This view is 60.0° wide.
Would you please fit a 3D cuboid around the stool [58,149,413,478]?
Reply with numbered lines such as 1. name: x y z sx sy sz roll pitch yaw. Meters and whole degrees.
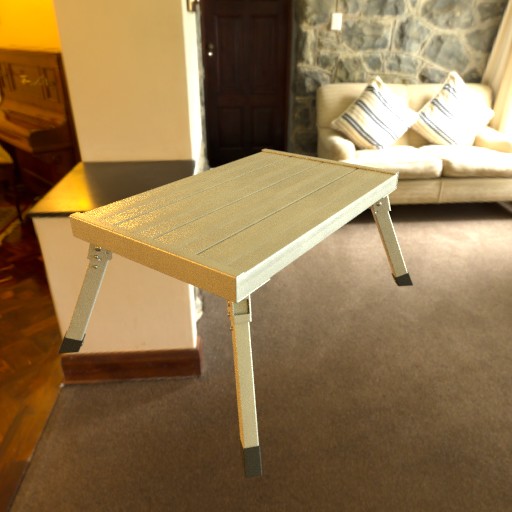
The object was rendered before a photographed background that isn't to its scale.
1. stool: 0.000 0.000 0.727 0.385 0.225 0.535 18 32 32
